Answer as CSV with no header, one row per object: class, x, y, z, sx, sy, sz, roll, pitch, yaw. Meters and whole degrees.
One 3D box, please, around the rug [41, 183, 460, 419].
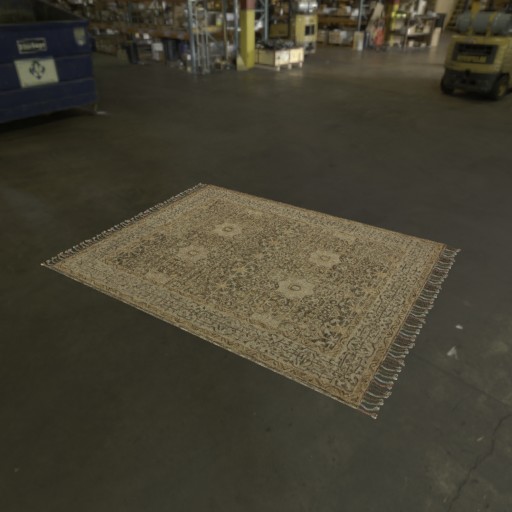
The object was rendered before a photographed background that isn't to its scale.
rug,0.000,0.000,4.293,3.291,0.017,2.431,18,35,27
